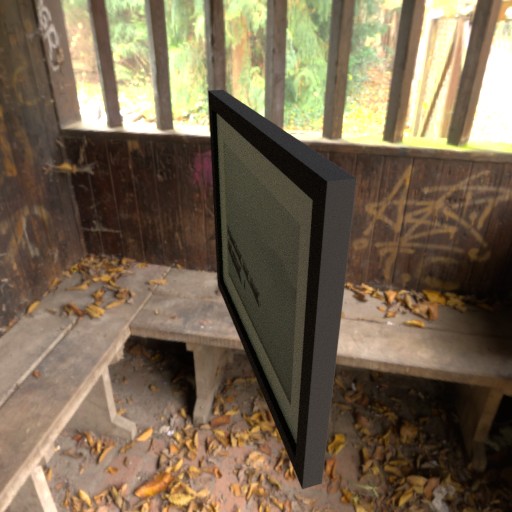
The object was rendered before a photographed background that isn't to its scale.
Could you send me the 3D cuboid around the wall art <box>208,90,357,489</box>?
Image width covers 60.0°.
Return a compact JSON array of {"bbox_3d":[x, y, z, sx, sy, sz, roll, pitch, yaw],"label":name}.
[{"bbox_3d":[0.000,0.000,0.752,0.030,0.454,0.554,-8,30,-15],"label":"wall art"}]
